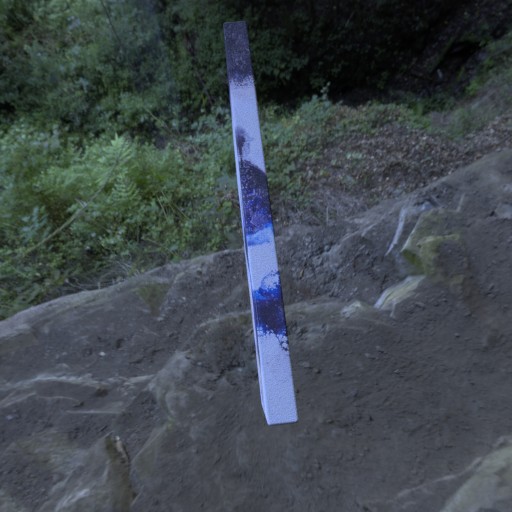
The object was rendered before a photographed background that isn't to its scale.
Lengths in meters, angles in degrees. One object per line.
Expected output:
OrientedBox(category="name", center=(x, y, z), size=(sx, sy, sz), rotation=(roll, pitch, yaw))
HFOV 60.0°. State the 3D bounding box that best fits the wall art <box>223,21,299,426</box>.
OrientedBox(category="wall art", center=(0.000, 0.000, 0.916), size=(0.039, 0.609, 0.609), rotation=(-6, 74, -2))
